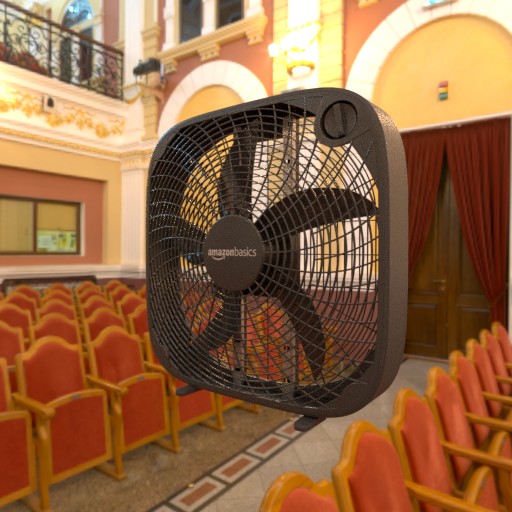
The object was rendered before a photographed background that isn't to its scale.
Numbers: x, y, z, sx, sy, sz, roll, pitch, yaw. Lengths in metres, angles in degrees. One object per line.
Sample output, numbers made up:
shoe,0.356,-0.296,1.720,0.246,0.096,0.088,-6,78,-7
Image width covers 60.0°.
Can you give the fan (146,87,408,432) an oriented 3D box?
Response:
fan,0.000,0.000,0.807,0.526,0.533,0.142,1,1,37
